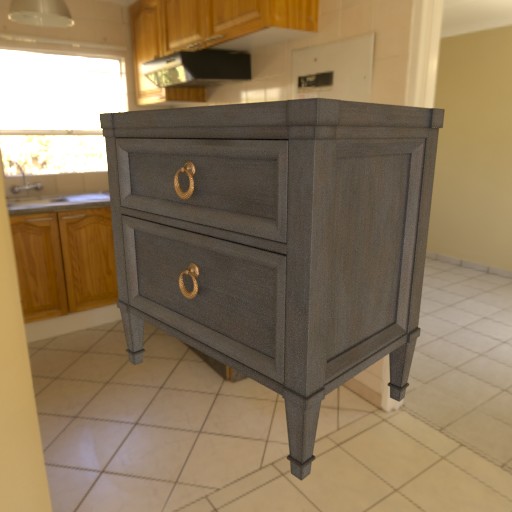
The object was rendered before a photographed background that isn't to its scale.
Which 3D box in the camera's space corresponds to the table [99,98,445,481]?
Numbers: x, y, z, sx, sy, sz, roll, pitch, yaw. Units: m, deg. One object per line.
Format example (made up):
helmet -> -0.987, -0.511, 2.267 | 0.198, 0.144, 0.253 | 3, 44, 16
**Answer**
table -> 0.000, 0.000, 1.062 | 0.413, 0.660, 0.660 | -15, 21, -43
